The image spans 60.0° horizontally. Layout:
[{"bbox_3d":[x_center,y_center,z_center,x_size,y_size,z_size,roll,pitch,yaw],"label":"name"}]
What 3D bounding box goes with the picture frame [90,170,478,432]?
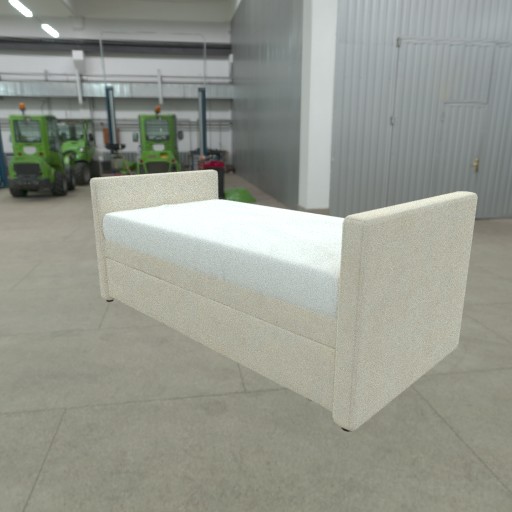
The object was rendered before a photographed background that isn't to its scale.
[{"bbox_3d":[0.000,0.000,2.754,1.069,0.891,2.161,-15,21,-43],"label":"picture frame"}]
